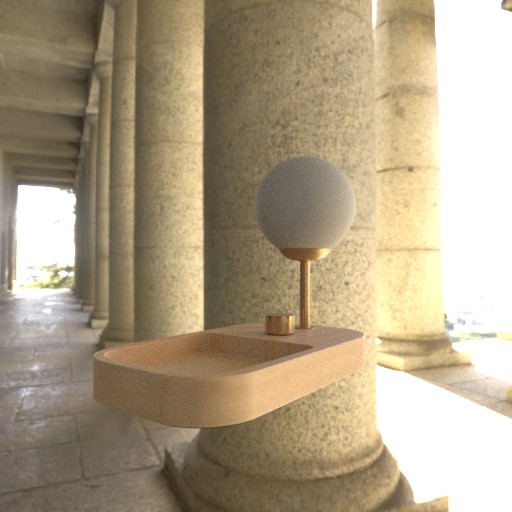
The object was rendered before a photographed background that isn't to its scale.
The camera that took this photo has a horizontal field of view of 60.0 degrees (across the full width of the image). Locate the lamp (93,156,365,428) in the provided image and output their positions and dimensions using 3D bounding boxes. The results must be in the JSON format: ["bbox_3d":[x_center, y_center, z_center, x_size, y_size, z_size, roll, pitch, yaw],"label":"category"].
[{"bbox_3d":[0.000,0.000,0.479,0.173,0.253,0.331,-1,-1,37],"label":"lamp"}]
